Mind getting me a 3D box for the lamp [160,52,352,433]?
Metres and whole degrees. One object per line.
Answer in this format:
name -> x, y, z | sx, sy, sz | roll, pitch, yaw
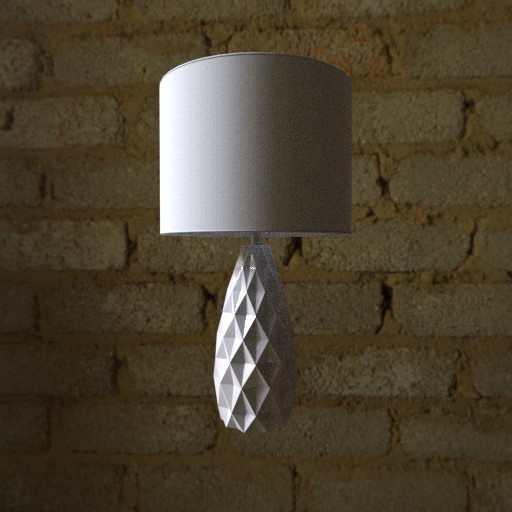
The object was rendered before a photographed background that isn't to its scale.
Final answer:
lamp -> 0.000, 0.000, 0.704 | 0.297, 0.522, 0.297 | 0, 1, 0
